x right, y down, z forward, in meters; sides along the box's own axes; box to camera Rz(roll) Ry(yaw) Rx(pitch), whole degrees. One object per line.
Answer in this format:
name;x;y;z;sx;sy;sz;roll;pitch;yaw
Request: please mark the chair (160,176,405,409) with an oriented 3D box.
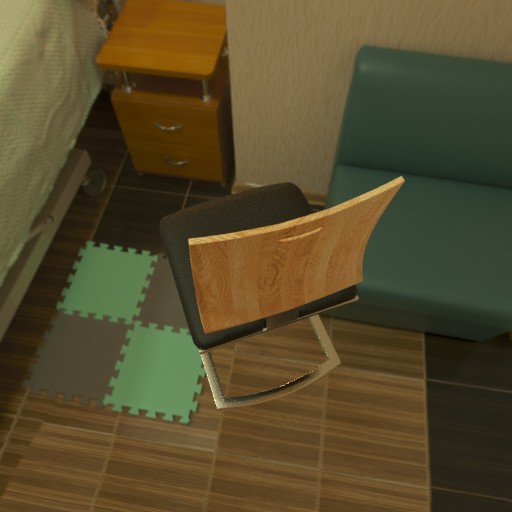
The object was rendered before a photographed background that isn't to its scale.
chair;0.000;0.000;1.219;0.462;0.936;0.560;-17;60;-10
